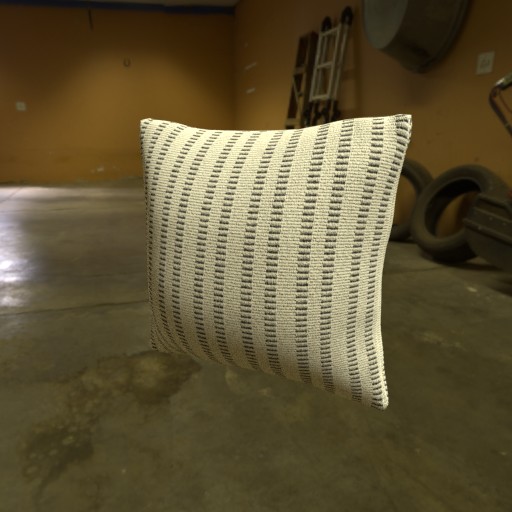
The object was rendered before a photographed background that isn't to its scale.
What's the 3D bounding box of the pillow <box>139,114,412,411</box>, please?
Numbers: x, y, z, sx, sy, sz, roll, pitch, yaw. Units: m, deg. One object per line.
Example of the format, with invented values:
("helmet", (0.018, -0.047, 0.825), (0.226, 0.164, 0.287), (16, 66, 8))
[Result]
("pillow", (0.000, 0.000, 0.696), (0.438, 0.419, 0.247), (8, 17, 26))
